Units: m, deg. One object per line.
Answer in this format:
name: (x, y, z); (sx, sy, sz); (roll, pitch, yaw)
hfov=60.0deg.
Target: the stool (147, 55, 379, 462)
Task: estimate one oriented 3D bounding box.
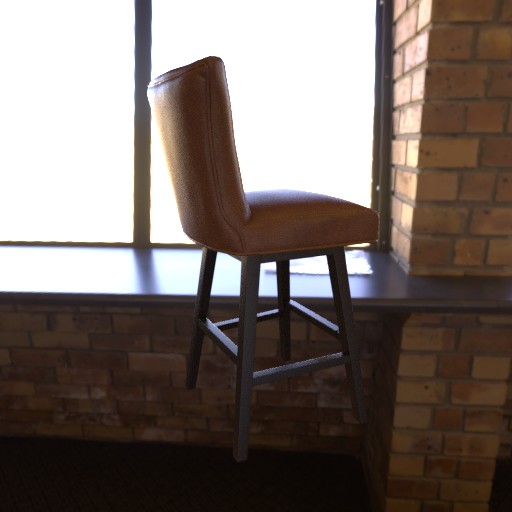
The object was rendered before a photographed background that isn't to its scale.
stool: (0.000, 0.000, 1.433); (0.585, 1.094, 0.522); (-7, 16, -27)
